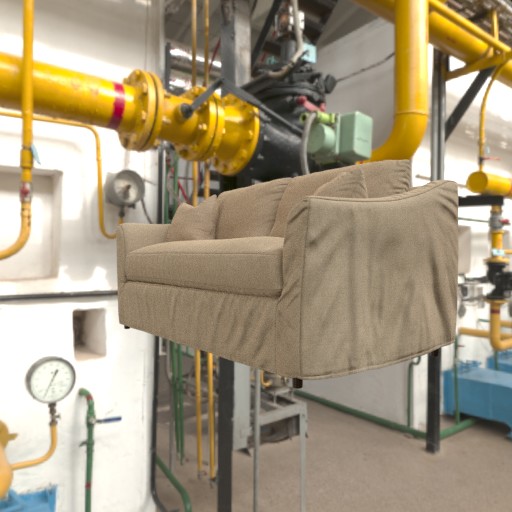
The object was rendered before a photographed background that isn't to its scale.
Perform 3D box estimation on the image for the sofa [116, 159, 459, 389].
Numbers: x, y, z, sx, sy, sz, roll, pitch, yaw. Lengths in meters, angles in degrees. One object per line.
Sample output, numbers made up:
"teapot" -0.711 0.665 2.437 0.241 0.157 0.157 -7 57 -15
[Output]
"sofa" 0.000 0.000 2.685 1.072 1.018 2.010 0 0 -37
